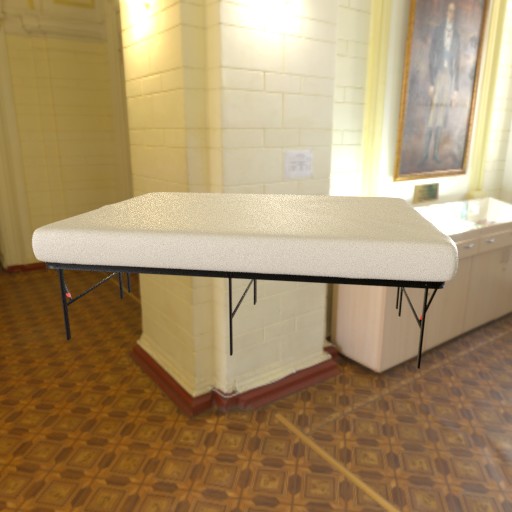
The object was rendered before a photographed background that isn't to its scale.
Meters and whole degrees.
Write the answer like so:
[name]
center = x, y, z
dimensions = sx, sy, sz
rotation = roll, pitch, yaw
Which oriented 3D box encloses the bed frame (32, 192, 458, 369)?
[bed frame]
center = 0.000, 0.000, 2.910
dimensions = 2.151, 0.667, 1.584
rotation = 3, 15, 9
